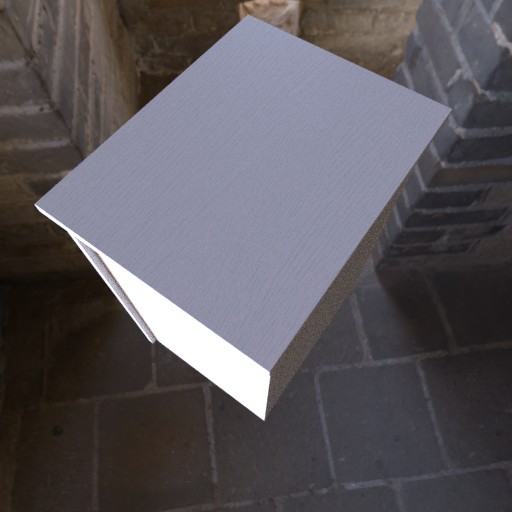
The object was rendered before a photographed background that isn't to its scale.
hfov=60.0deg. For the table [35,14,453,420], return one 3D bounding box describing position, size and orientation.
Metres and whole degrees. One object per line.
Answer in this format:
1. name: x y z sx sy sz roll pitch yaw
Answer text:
1. table: 0.000 0.000 0.907 0.381 0.635 0.480 33 67 15
